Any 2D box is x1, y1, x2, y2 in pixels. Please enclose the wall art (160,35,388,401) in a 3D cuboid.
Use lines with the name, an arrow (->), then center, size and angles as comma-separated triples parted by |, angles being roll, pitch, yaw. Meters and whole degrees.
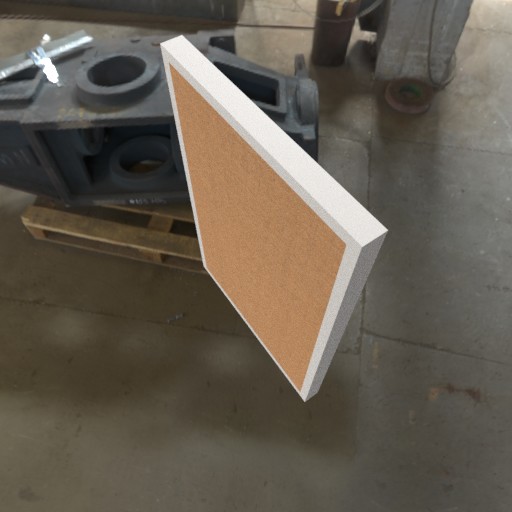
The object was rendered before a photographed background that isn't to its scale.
wall art -> 0.000, 0.000, 0.557 | 0.025, 0.428, 0.293 | -31, 63, -18
